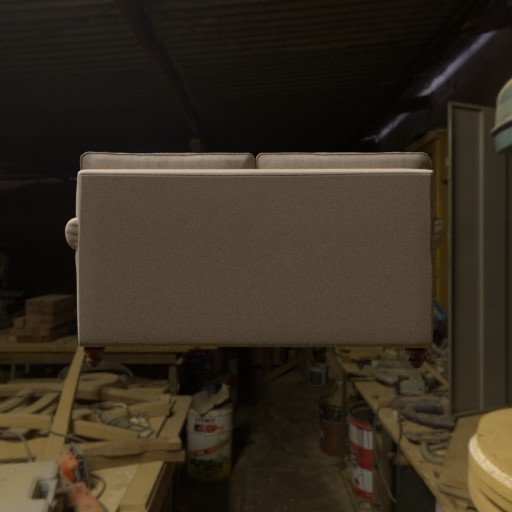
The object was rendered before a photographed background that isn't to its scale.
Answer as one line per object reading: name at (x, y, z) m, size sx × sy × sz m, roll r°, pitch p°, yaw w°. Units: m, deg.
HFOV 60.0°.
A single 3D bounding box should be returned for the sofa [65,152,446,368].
sofa at (0.000, 0.000, 2.273) m, size 1.665 × 0.937 × 0.964 m, roll 0°, pitch 0°, yaw 1°
